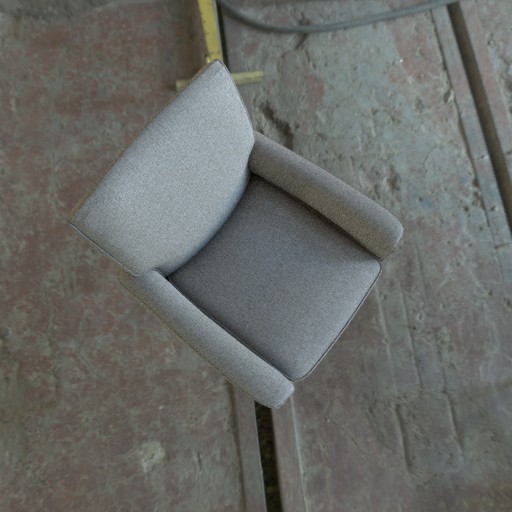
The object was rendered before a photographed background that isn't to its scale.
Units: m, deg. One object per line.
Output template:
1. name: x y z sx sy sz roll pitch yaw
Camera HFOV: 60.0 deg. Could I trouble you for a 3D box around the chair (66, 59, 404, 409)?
1. chair: 0.000 0.000 1.689 0.864 1.014 0.848 37 79 9
